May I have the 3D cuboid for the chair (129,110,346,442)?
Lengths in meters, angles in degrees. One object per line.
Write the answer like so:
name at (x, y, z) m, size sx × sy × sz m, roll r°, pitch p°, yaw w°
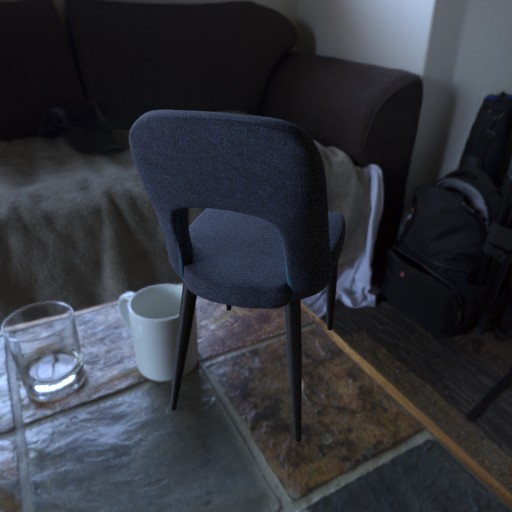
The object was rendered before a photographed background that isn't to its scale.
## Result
chair at (0.000, 0.000, 1.292) m, size 0.470 × 0.931 × 0.612 m, roll 9°, pitch 32°, yaw 15°
